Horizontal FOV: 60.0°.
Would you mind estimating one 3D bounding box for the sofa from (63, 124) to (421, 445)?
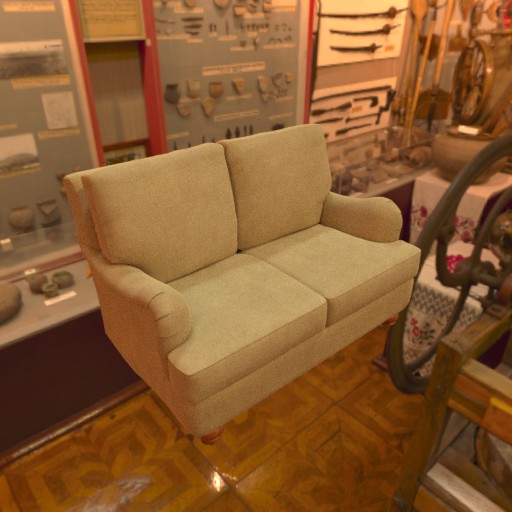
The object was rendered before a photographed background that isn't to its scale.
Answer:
[{"bbox_3d":[0.000,0.000,2.288,1.498,1.087,1.086,-22,36,-34],"label":"sofa"}]
